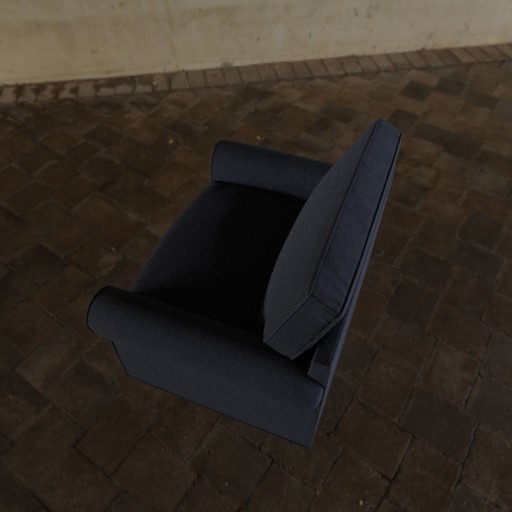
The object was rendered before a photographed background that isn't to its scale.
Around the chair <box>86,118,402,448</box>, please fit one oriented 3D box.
[{"bbox_3d":[0.000,0.000,2.026,0.963,1.044,1.285,17,50,14],"label":"chair"}]
